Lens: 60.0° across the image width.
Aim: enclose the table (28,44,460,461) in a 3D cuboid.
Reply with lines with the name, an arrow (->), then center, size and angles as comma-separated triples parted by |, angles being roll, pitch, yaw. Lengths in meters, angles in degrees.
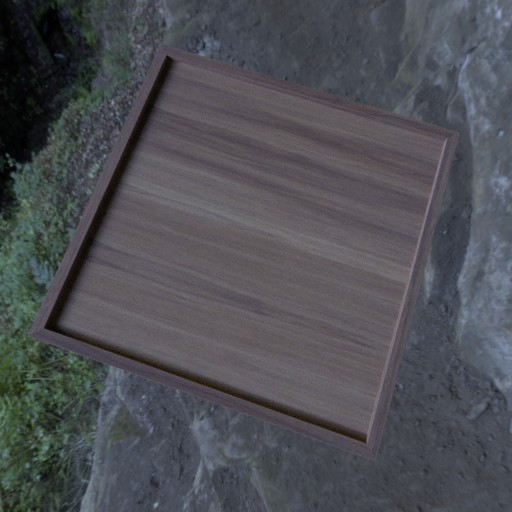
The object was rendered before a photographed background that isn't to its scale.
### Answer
table -> 0.000, 0.000, 1.107 | 0.679, 0.464, 0.676 | 18, 77, 4
